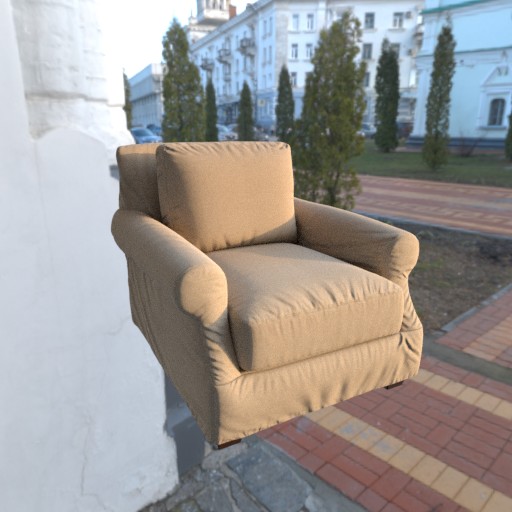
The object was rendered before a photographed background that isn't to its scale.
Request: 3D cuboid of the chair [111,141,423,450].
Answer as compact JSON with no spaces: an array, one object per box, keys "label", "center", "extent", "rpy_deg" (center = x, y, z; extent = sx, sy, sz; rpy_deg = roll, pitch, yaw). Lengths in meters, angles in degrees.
[{"label":"chair","center":[0.000,0.000,1.756],"extent":[0.940,0.866,1.066],"rpy_deg":[-9,18,-27]}]
